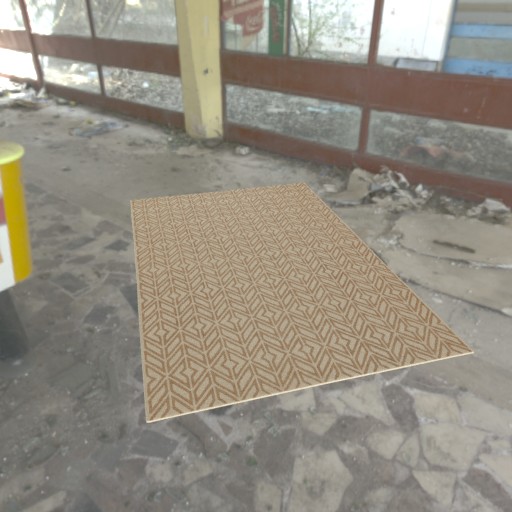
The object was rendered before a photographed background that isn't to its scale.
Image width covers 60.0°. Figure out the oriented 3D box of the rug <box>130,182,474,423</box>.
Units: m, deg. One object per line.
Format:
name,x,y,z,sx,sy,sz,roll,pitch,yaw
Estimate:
rug,0.000,0.000,2.305,1.220,0.007,1.828,-8,31,-13
